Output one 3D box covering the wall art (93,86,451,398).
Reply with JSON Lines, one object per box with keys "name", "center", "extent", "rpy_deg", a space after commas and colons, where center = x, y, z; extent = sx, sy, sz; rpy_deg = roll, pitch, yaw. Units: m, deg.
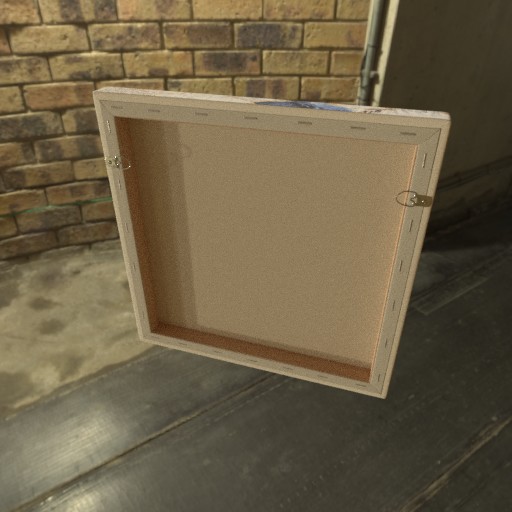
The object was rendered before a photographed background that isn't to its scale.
{"name": "wall art", "center": [0.000, 0.000, 0.748], "extent": [0.507, 0.508, 0.038], "rpy_deg": [10, 34, 15]}
